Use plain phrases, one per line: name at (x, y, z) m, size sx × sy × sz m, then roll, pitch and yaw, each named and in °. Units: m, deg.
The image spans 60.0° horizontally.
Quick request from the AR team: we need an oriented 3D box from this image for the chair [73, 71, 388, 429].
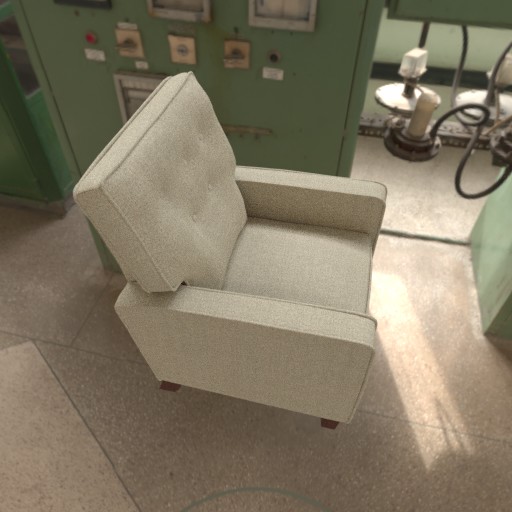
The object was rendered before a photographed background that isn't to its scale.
chair at (0.000, 0.000, 1.379) m, size 0.754 × 0.888 × 0.648 m, roll 10°, pitch 48°, yaw 10°
